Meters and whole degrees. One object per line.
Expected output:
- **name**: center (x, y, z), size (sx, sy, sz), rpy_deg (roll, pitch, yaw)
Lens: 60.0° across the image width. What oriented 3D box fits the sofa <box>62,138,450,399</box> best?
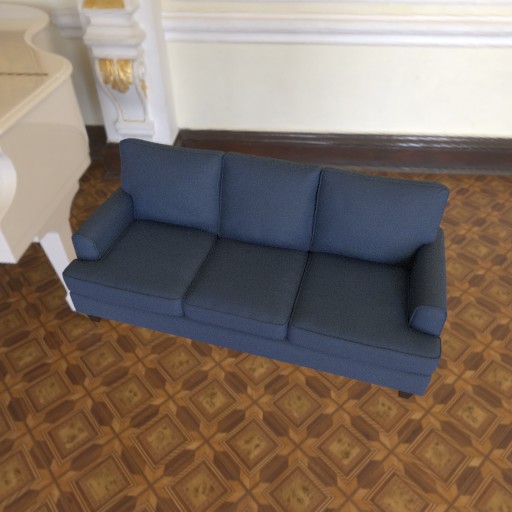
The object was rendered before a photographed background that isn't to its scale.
- **sofa**: center (0.000, 0.000, 2.688), size (2.158, 0.965, 0.951), rpy_deg (11, 42, 12)
